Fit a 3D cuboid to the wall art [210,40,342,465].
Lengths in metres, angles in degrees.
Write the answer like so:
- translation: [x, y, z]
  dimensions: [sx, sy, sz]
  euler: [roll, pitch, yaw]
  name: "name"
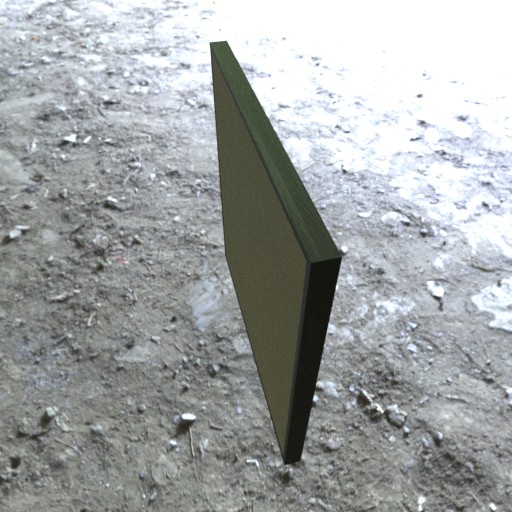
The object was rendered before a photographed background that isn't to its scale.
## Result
- translation: [0.000, 0.000, 1.112]
  dimensions: [0.043, 0.758, 0.762]
  euler: [-10, 47, -10]
  name: "wall art"
